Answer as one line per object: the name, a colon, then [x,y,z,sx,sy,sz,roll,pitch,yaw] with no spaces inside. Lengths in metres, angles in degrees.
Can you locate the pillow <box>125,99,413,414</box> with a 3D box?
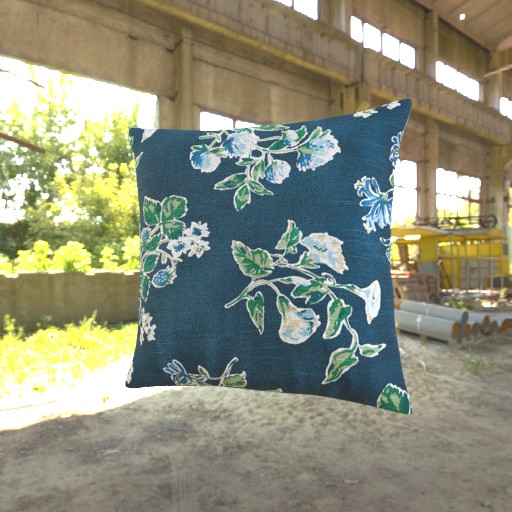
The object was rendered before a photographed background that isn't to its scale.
pillow: [0.000,0.000,0.787,0.525,0.508,0.166,0,-1,17]
